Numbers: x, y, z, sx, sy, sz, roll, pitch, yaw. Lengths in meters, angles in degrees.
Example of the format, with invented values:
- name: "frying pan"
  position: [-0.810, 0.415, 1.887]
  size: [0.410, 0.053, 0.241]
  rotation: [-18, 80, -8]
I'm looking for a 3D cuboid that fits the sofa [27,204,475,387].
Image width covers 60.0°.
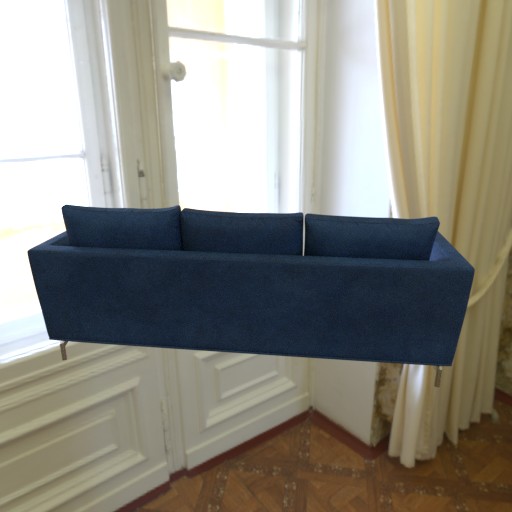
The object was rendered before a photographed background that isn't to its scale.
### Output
- name: "sofa"
  position: [0.000, 0.000, 3.208]
  size: [2.438, 0.987, 1.622]
  rotation: [2, 19, 7]
